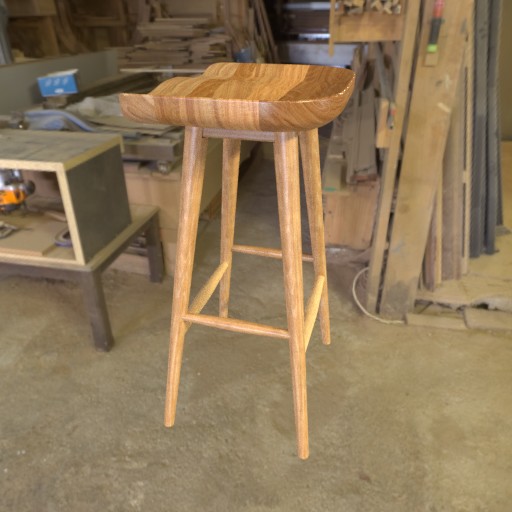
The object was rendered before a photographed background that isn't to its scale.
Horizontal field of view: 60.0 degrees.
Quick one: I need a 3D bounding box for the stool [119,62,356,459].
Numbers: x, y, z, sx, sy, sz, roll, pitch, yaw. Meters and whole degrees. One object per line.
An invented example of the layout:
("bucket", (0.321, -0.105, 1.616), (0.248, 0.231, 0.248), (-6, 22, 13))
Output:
("stool", (0.000, 0.000, 0.925), (0.322, 0.698, 0.407), (8, 30, 13))
